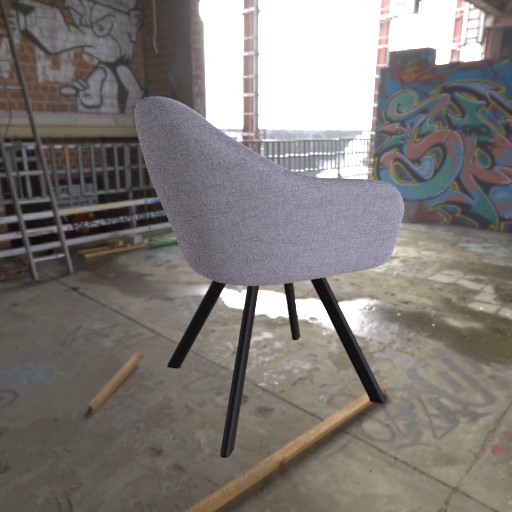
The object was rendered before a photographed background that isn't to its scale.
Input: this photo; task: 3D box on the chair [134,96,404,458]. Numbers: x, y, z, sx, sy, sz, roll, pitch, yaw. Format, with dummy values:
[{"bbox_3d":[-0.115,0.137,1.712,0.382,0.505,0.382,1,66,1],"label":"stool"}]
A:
[{"bbox_3d":[0.000,0.000,1.172,0.570,0.780,0.540,-8,18,-25],"label":"chair"}]
